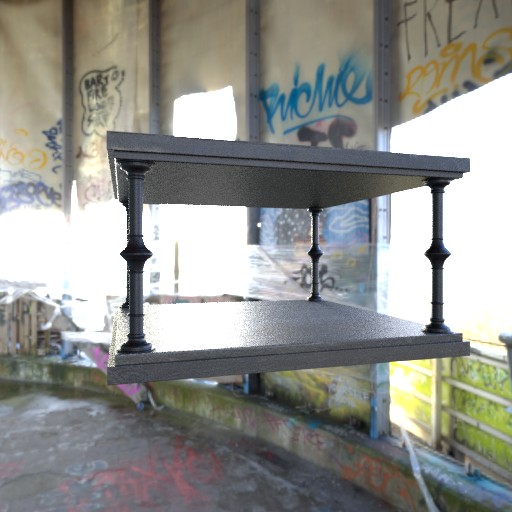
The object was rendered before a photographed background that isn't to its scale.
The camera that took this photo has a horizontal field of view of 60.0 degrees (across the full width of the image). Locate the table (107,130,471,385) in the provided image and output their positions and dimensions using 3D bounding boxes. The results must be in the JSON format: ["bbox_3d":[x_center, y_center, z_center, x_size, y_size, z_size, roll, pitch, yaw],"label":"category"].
[{"bbox_3d":[0.000,0.000,1.128,0.696,0.400,0.696,0,1,-17],"label":"table"}]
